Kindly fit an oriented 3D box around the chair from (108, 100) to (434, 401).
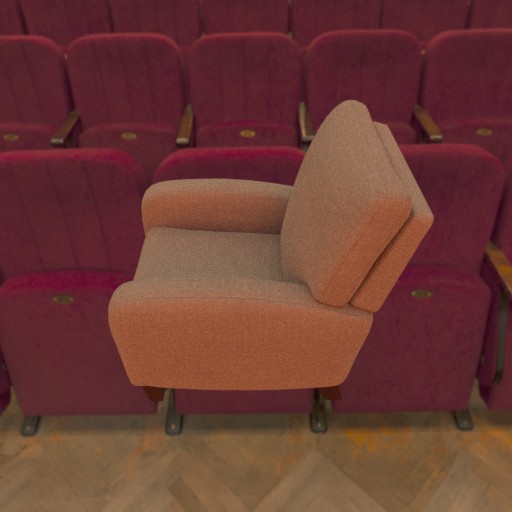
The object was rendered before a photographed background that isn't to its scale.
[{"bbox_3d":[0.000,0.000,1.711,0.990,0.990,0.762,0,42,0],"label":"chair"}]
